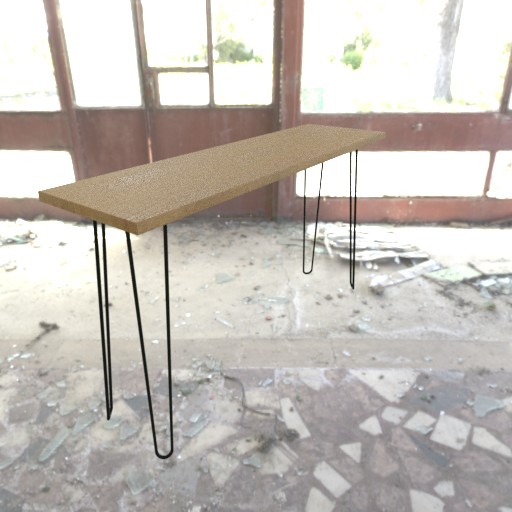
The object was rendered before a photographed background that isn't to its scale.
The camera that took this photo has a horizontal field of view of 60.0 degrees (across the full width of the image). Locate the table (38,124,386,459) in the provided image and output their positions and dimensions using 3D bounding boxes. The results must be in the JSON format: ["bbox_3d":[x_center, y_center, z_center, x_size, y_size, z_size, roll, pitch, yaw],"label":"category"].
[{"bbox_3d":[0.000,0.000,1.740,0.399,0.799,1.400,18,31,33],"label":"table"}]
